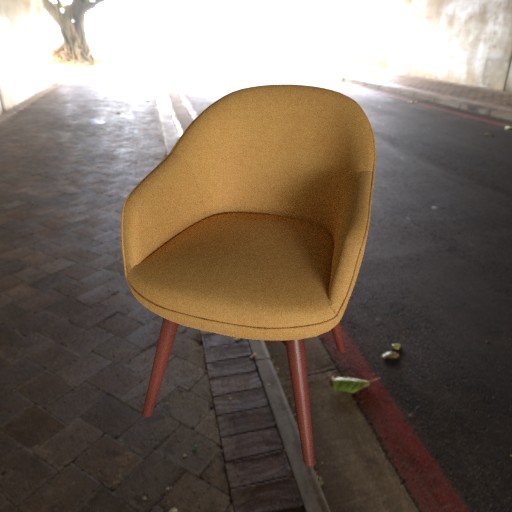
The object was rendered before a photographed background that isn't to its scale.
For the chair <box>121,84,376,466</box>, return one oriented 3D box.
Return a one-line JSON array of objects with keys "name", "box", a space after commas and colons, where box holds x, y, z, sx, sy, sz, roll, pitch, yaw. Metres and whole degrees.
[{"name": "chair", "box": [0.000, 0.000, 1.208, 0.596, 0.823, 0.635, 9, 28, 18]}]
